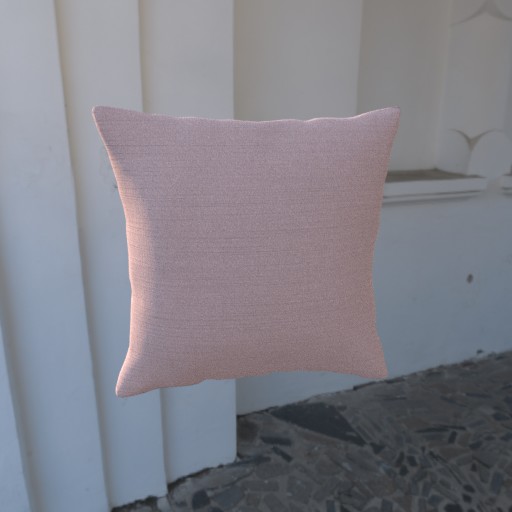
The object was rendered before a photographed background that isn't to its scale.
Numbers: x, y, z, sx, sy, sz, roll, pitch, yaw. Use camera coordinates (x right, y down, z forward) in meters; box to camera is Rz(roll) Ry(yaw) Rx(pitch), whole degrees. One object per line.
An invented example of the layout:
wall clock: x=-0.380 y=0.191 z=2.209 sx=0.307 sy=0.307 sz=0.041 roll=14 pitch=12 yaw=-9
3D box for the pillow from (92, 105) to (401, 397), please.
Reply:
pillow: x=0.000 y=0.000 z=0.714 sx=0.470 sy=0.464 sz=0.175 roll=-2 pitch=14 yaw=-9
